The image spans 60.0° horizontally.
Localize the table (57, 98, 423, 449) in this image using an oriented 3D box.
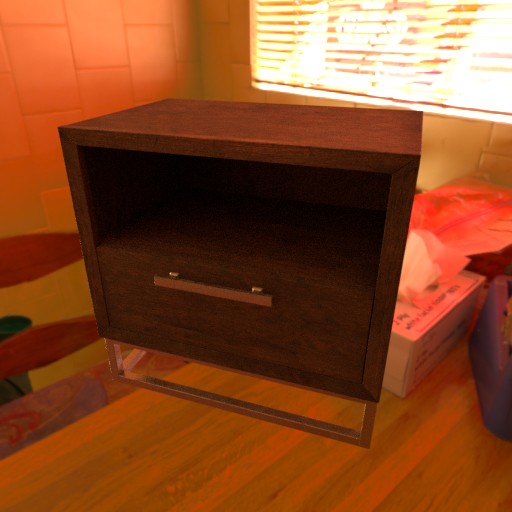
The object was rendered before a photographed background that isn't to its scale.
[{"bbox_3d":[0.000,0.000,1.243,0.767,0.746,0.542,9,28,17],"label":"table"}]
